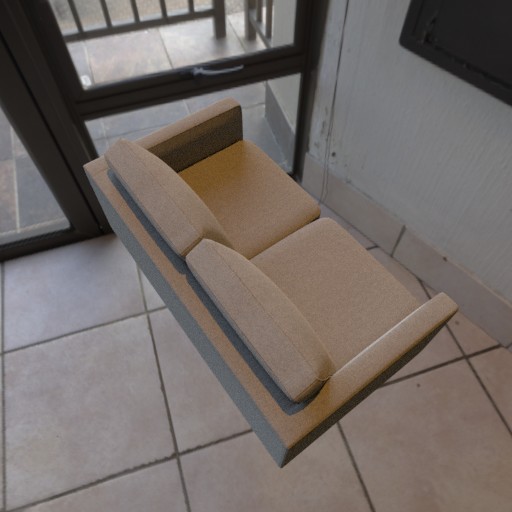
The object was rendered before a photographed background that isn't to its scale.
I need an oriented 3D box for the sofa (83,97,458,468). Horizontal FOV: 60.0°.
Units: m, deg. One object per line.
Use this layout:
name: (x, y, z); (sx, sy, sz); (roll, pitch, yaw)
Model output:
sofa: (0.000, 0.000, 2.342); (1.000, 0.900, 1.731); (-32, 63, -18)
